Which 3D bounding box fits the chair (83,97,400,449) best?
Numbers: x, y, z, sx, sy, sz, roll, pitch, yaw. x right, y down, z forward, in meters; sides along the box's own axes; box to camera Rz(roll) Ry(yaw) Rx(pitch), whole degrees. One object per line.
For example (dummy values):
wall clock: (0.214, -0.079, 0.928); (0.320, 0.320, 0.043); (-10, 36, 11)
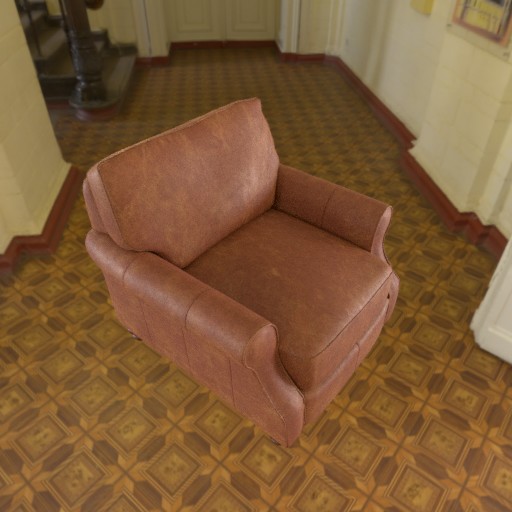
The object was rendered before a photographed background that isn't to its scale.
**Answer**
chair: (0.000, 0.000, 1.771); (0.986, 0.962, 0.983); (27, 46, 29)
